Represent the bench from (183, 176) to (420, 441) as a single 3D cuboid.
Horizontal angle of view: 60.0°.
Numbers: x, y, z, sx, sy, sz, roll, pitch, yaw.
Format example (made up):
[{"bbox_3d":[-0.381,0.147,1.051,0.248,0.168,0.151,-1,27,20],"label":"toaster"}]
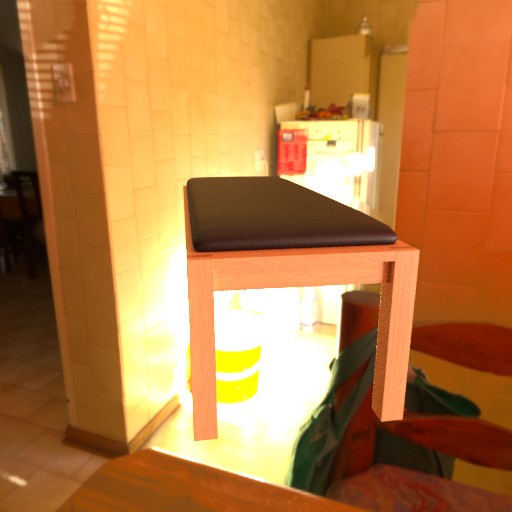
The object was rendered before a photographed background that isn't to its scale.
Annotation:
[{"bbox_3d":[0.000,0.000,1.443,0.450,0.430,1.202,-2,16,-9],"label":"bench"}]
